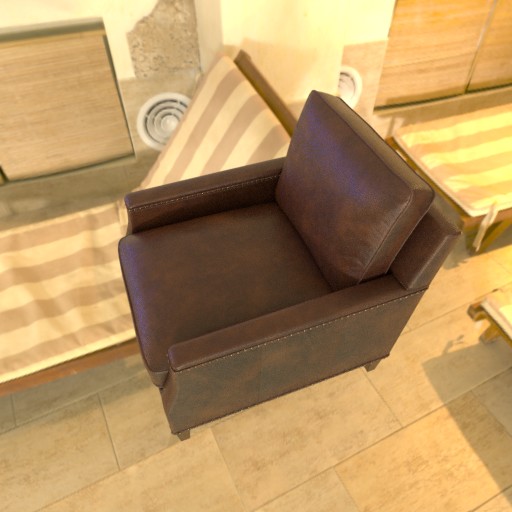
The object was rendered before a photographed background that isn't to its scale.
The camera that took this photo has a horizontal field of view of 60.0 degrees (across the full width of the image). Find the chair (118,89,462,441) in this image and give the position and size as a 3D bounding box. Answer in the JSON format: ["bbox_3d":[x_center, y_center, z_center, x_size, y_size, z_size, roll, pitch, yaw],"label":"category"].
[{"bbox_3d":[0.000,0.000,1.713,1.014,0.929,0.853,-16,49,-14],"label":"chair"}]
